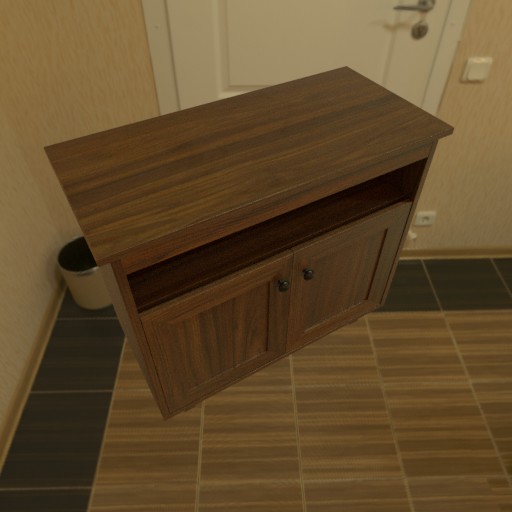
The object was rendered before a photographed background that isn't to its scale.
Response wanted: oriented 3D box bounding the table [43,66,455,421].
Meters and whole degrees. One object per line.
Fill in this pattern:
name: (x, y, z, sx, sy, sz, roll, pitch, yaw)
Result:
table: (0.000, 0.000, 1.210, 0.802, 0.725, 0.390, -23, 50, -21)
